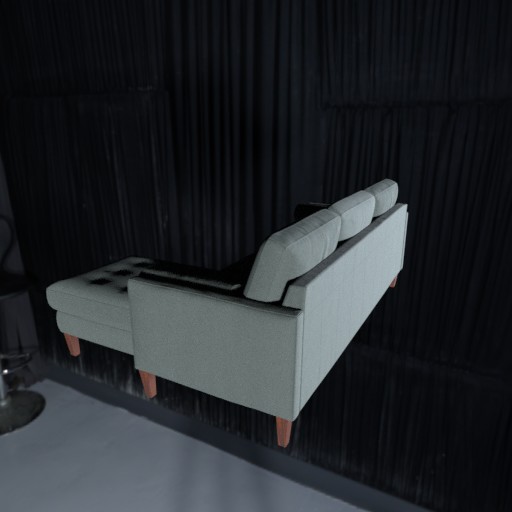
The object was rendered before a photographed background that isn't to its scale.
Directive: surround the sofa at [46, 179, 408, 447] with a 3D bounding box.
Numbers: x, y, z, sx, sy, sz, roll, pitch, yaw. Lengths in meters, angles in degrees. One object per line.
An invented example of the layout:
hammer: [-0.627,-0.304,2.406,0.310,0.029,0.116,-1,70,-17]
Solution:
sofa: [0.000,0.000,2.893,1.506,0.876,2.178,9,19,27]
